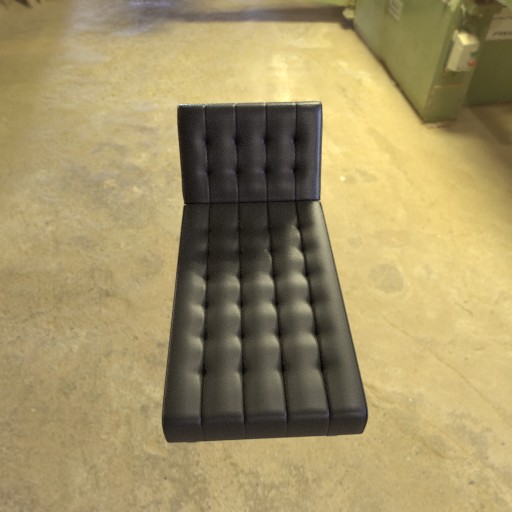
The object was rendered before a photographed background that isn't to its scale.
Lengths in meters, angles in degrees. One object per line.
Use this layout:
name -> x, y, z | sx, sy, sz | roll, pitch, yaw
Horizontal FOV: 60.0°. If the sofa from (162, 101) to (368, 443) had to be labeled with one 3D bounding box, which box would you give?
sofa -> 0.000, 0.000, 2.066 | 0.760, 0.820, 1.560 | -2, 47, -2
